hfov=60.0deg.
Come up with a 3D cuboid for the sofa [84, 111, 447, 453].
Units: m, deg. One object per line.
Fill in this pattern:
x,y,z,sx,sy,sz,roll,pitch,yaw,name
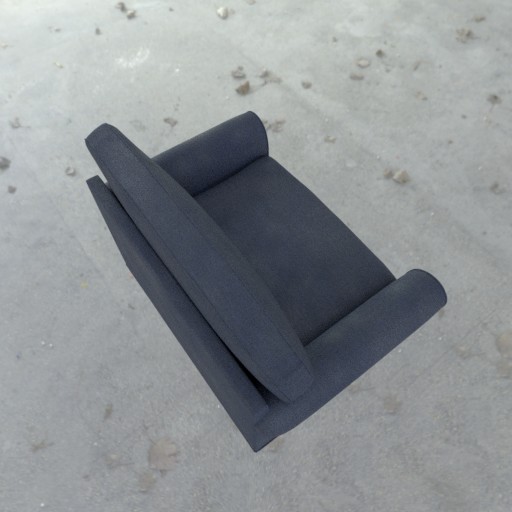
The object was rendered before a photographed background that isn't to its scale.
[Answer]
0.000,0.000,2.042,0.938,1.004,1.405,-32,63,-18,sofa
